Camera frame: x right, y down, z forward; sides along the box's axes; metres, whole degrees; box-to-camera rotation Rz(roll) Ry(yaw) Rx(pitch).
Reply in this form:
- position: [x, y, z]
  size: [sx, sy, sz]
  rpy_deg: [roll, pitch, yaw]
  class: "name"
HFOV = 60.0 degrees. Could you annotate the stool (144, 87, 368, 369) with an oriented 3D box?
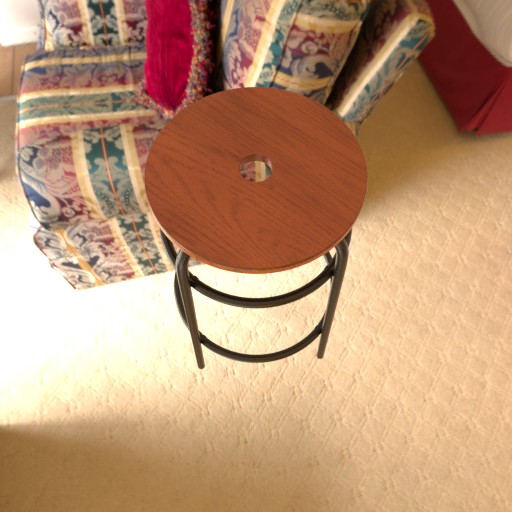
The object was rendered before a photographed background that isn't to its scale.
- position: [0.000, 0.000, 0.940]
  size: [0.455, 0.610, 0.455]
  rpy_deg: [37, 70, 16]
  class: "stool"
